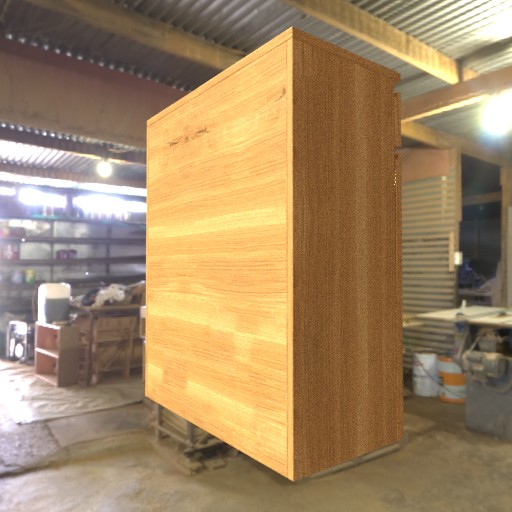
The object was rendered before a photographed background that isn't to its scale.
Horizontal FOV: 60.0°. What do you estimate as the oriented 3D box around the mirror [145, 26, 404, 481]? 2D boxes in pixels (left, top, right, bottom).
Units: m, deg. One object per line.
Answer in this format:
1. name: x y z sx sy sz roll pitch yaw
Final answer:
1. mirror: 0.000 0.000 1.411 0.400 1.000 0.800 1 -2 -37
